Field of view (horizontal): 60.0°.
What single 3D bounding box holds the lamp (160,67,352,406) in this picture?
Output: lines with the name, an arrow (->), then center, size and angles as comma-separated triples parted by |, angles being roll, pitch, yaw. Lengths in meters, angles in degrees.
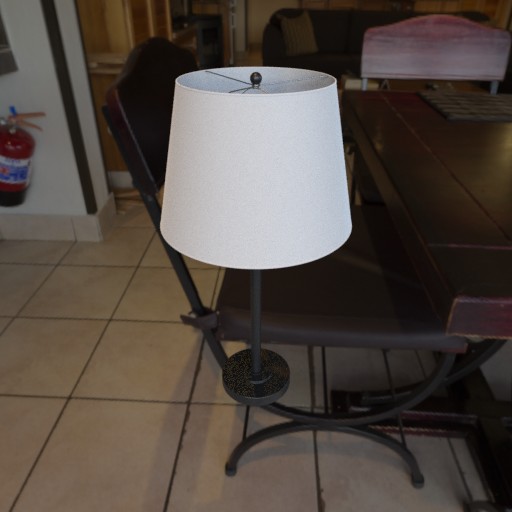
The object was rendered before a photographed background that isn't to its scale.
lamp -> 0.000, 0.000, 0.898 | 0.363, 0.696, 0.363 | 0, 31, 0
